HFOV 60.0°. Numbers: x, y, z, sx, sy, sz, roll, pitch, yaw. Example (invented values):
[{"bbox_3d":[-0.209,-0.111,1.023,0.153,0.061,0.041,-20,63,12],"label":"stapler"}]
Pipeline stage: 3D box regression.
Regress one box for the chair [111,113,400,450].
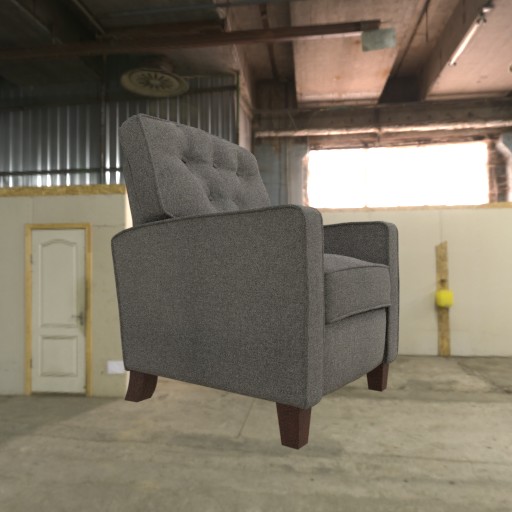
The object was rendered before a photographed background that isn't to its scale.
[{"bbox_3d":[0.000,0.000,1.439,0.775,0.889,0.650,0,0,36],"label":"chair"}]
